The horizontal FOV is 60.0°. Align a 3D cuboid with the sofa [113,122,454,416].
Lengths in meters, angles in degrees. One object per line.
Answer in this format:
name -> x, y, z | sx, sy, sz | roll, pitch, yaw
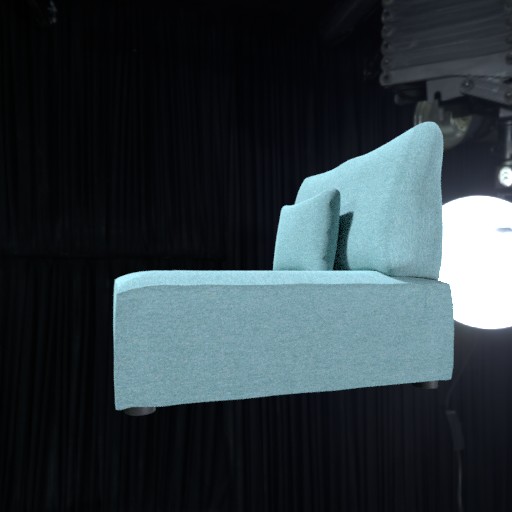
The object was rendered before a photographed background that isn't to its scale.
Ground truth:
sofa -> 0.000, 0.000, 1.643 | 1.000, 0.820, 0.930 | 1, -2, -18
